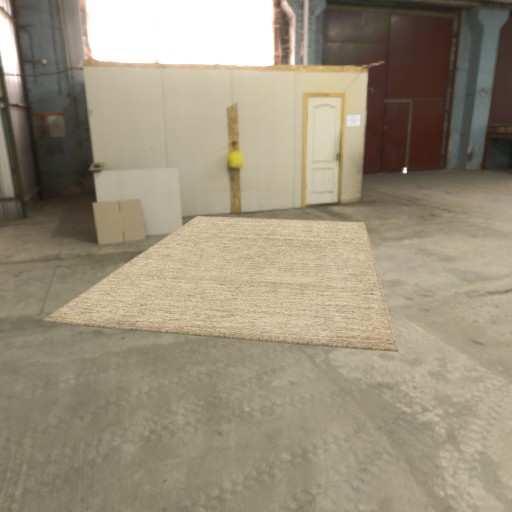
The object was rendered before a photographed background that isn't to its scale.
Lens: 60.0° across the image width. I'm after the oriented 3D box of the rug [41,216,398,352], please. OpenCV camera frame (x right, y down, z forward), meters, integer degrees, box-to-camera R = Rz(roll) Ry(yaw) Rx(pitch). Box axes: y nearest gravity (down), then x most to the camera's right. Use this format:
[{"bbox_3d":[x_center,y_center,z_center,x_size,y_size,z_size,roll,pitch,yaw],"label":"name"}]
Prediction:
[{"bbox_3d":[0.000,0.000,2.314,1.211,0.018,1.822,3,17,10],"label":"rug"}]
